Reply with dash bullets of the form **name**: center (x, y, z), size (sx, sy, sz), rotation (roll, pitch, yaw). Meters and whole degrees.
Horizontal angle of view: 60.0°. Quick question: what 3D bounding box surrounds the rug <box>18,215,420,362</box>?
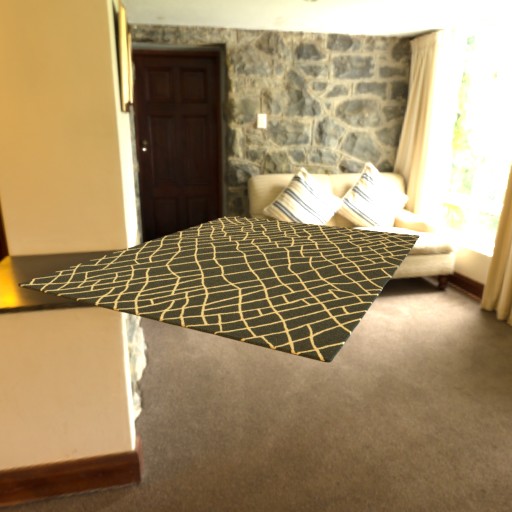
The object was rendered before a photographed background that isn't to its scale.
- **rug**: center (0.000, 0.000, 4.053), size (2.439, 0.022, 3.047), rotation (8, 18, 26)
